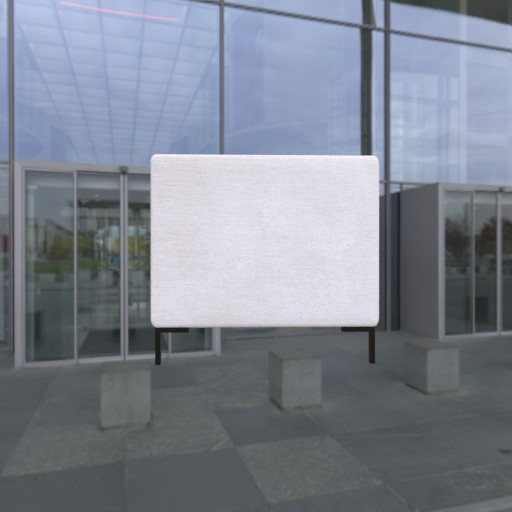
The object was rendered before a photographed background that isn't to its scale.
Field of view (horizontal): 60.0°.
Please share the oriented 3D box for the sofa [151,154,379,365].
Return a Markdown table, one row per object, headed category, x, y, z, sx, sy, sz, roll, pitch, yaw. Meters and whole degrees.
| category | x | y | z | sx | sy | sz | roll | pitch | yaw |
| --- | --- | --- | --- | --- | --- | --- | --- | --- | --- |
| sofa | 0.000 | 0.000 | 2.294 | 0.686 | 0.635 | 1.981 | 0 | 0 | -2 |
